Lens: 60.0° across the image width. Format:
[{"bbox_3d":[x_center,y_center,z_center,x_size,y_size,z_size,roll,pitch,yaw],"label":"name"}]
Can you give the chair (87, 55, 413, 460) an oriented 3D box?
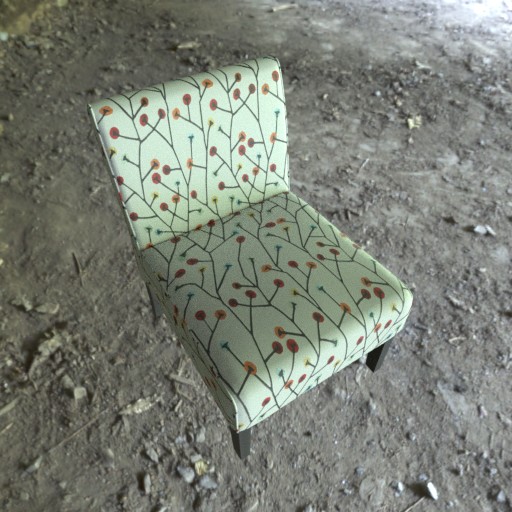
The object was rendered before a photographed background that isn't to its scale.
[{"bbox_3d":[0.000,0.000,1.304,0.597,0.813,0.732,-25,51,-22],"label":"chair"}]
